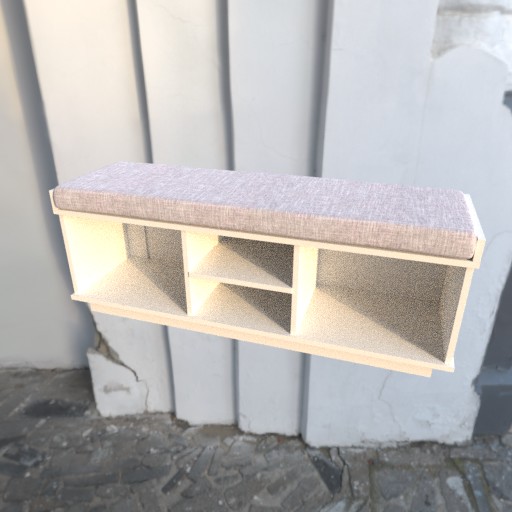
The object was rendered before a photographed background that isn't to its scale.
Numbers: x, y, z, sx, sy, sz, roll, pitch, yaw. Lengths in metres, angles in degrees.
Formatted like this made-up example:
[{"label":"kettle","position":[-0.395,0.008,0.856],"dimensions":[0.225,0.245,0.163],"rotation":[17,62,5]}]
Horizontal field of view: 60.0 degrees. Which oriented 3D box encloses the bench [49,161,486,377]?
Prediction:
[{"label":"bench","position":[0.000,0.000,1.397],"dimensions":[1.196,0.453,0.363],"rotation":[8,27,16]}]
